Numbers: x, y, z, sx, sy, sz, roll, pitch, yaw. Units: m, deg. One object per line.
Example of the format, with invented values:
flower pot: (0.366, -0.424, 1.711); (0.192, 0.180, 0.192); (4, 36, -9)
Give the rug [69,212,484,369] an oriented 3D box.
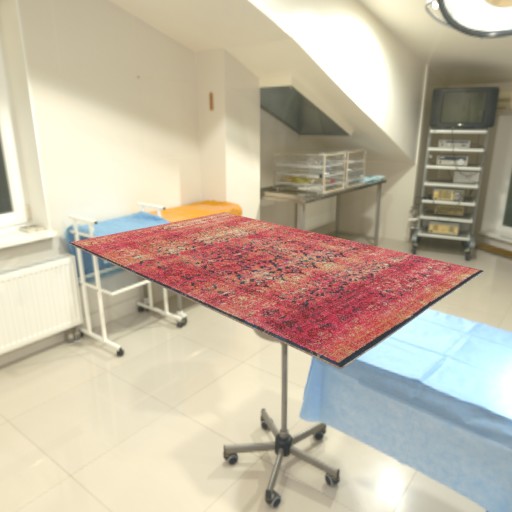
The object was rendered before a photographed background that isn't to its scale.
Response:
rug: (0.000, 0.000, 3.033); (2.449, 0.018, 1.539); (17, 24, 42)
